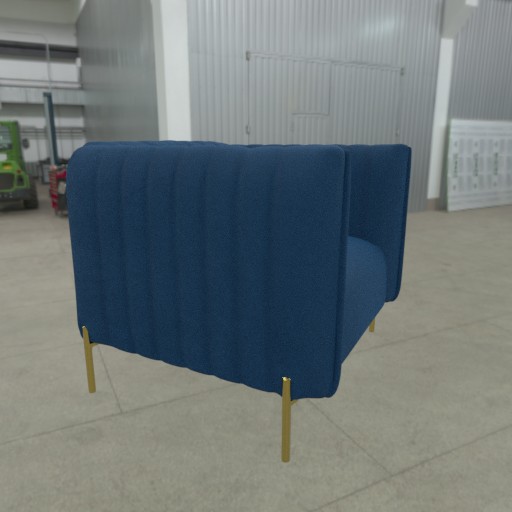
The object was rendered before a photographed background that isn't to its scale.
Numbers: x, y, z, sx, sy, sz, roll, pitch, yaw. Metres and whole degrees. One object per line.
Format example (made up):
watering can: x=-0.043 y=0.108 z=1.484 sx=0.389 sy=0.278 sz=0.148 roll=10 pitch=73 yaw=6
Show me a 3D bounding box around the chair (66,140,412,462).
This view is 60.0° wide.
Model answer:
chair: x=0.000 y=0.000 z=1.565 sx=0.877 sy=0.793 sz=0.947 roll=7 pitch=16 yaw=27
